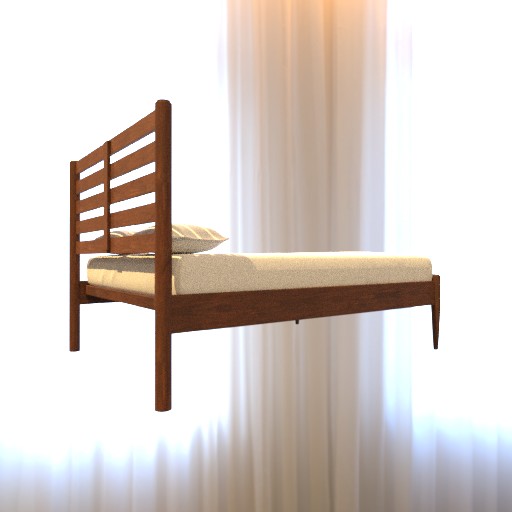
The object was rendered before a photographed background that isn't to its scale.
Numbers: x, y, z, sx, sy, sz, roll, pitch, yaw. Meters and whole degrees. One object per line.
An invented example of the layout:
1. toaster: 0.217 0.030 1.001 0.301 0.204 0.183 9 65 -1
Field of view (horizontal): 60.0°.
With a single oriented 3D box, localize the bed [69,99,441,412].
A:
1. bed: 0.000 0.000 3.049 2.093 1.304 1.509 0 0 -36
